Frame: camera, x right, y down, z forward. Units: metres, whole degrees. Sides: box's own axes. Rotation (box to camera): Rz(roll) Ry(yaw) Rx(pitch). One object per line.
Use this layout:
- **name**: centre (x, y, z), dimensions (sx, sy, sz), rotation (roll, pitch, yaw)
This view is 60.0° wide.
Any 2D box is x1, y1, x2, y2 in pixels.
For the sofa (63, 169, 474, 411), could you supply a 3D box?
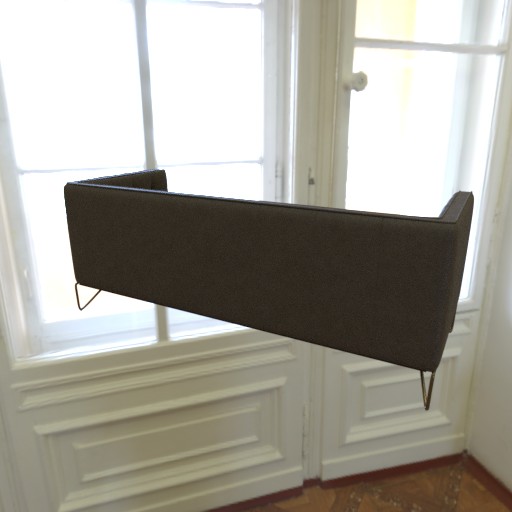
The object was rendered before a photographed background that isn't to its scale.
- **sofa**: centre (0.000, 0.000, 2.480), dimensions (2.087, 0.789, 0.867), rotation (9, 20, 27)
